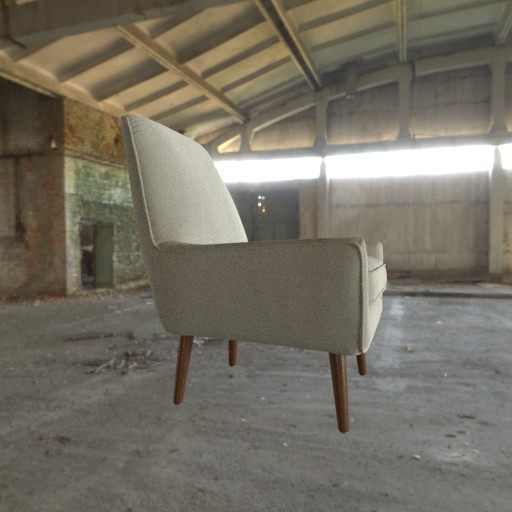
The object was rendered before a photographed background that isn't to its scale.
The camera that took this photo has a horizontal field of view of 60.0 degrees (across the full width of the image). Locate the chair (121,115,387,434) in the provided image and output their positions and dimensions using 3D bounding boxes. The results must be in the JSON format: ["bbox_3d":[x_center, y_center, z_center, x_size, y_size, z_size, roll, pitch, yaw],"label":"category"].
[{"bbox_3d":[0.000,0.000,1.478,0.822,0.888,0.787,0,2,19],"label":"chair"}]
